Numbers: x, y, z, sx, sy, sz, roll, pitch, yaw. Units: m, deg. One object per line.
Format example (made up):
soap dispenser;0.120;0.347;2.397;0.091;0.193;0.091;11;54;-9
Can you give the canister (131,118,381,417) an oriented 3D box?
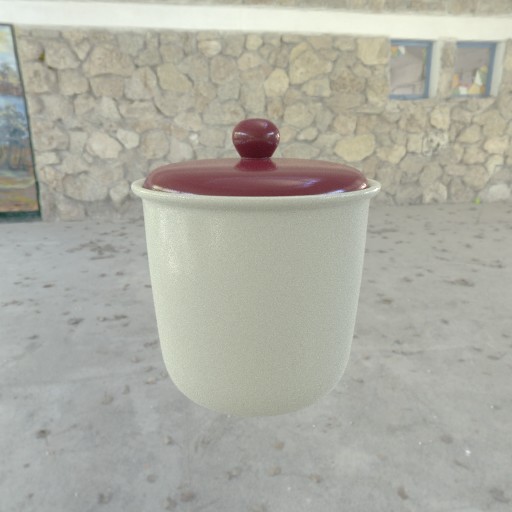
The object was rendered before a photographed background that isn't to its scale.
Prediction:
canister;0.000;0.000;0.349;0.182;0.208;0.182;0;16;0
